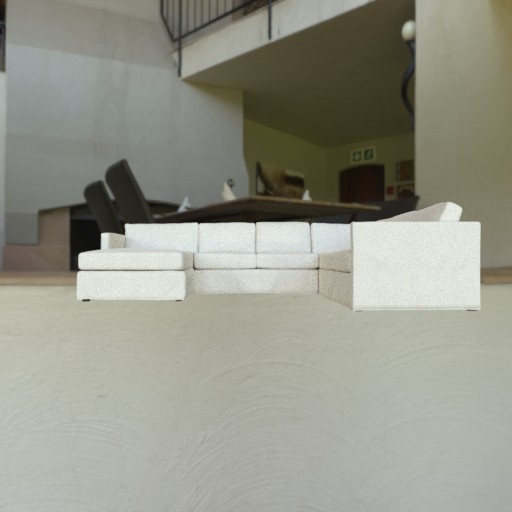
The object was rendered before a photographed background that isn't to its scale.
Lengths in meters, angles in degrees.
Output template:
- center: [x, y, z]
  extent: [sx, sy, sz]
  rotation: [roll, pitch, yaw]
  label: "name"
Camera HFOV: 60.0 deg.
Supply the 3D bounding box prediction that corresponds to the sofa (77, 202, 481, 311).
- center: [0.000, 0.000, 4.608]
  extent: [3.464, 0.882, 2.448]
  rotation: [0, 0, -2]
  label: "sofa"
